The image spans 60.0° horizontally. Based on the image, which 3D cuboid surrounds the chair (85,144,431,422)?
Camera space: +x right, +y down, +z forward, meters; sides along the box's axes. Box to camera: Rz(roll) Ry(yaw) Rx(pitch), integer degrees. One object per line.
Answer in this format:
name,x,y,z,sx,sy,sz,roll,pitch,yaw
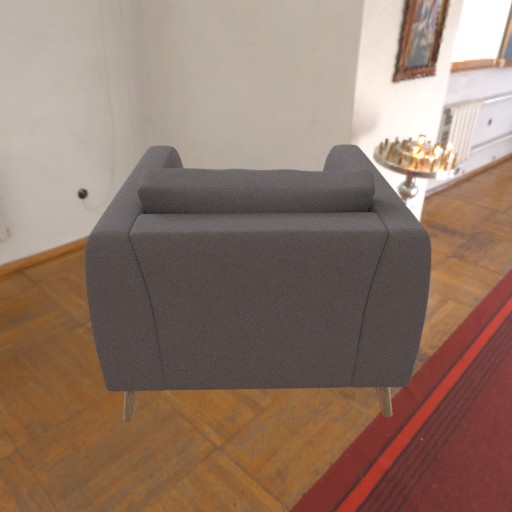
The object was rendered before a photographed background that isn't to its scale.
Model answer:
chair,0.000,0.000,1.720,1.000,0.860,0.930,-1,29,-1
